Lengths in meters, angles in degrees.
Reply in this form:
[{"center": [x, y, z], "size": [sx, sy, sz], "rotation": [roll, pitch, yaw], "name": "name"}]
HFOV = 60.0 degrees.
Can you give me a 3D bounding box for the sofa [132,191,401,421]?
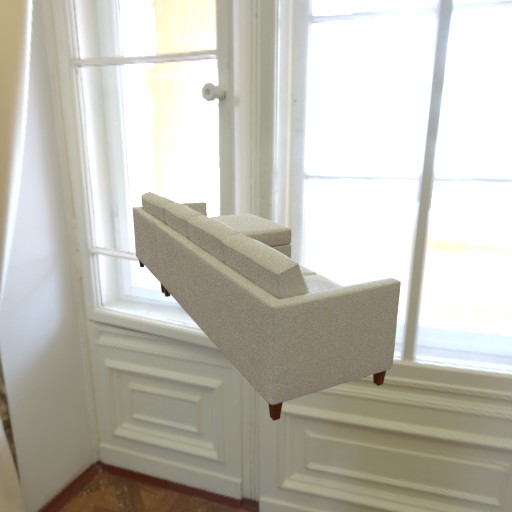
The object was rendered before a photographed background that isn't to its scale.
[{"center": [0.000, 0.000, 4.257], "size": [1.599, 0.954, 3.471], "rotation": [-8, 18, -26], "name": "sofa"}]
